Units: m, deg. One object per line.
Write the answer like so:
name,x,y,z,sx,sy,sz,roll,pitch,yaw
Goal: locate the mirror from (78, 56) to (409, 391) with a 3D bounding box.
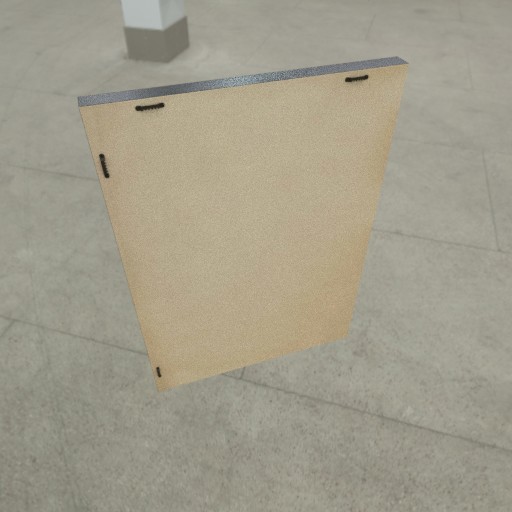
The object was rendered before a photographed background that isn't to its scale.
mirror,0.000,0.000,0.898,0.507,0.710,0.040,-13,44,-14
